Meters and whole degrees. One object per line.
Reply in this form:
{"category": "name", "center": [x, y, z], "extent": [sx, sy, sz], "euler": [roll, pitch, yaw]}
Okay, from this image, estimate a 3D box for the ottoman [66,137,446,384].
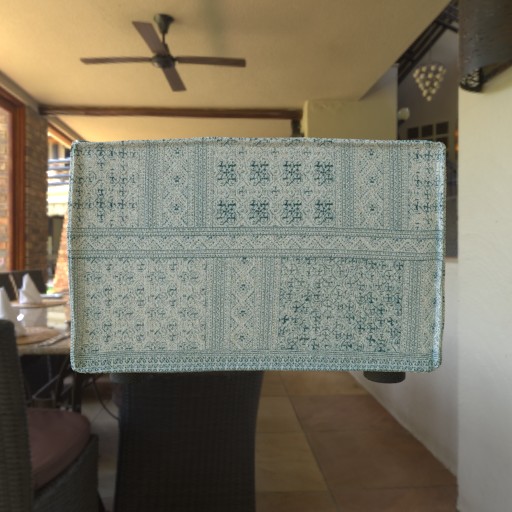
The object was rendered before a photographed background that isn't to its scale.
{"category": "ottoman", "center": [0.000, 0.000, 1.021], "extent": [0.617, 0.439, 0.626], "euler": [0, 1, -1]}
